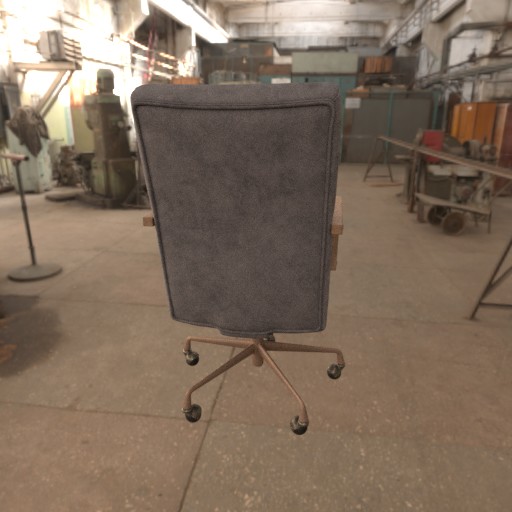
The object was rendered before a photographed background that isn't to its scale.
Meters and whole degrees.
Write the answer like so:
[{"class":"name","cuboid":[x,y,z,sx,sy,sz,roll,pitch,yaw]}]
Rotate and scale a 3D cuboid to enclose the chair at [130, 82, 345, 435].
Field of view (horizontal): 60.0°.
[{"class":"chair","cuboid":[0.000,0.000,1.464,0.640,1.029,0.741,3,18,9]}]
